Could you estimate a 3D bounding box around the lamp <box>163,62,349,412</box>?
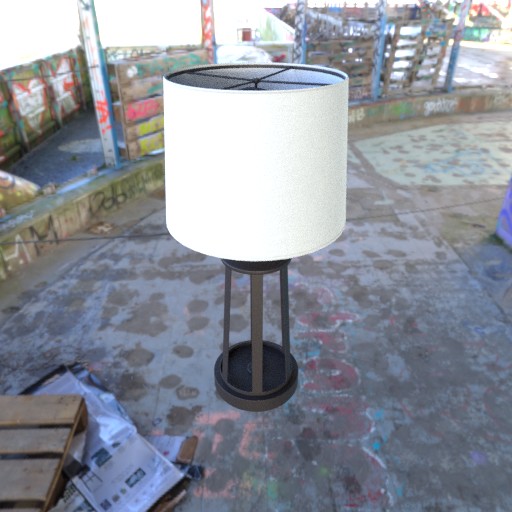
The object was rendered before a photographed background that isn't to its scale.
[{"bbox_3d":[0.000,0.000,0.664,0.251,0.509,0.251,0,30,0],"label":"lamp"}]
